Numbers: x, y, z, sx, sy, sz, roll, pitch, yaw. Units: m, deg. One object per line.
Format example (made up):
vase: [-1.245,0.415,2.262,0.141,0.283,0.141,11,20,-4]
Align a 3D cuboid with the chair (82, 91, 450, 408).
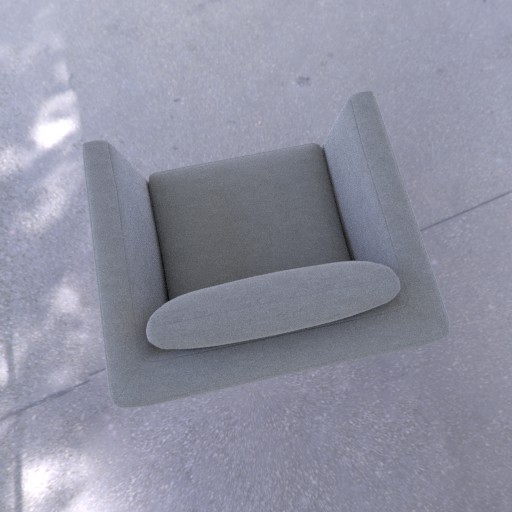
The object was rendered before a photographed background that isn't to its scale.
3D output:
chair: [0.000,0.000,1.650,1.041,0.864,0.889,-11,74,-3]
